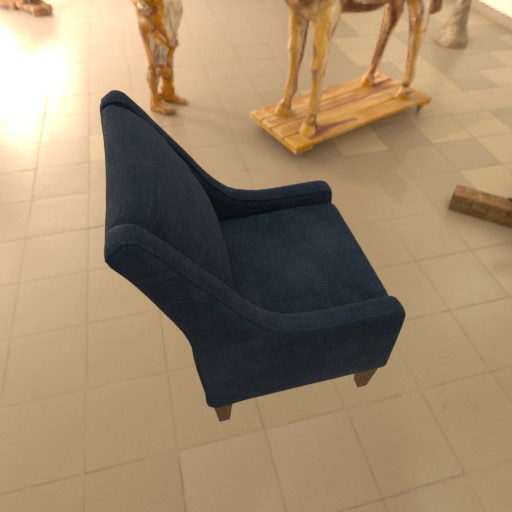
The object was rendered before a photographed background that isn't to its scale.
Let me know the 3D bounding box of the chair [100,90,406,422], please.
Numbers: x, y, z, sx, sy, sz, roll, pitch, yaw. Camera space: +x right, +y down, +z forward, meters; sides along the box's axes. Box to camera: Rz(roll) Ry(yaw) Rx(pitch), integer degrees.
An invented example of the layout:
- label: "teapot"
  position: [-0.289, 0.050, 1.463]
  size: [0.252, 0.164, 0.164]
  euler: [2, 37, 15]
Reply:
- label: "chair"
  position: [0.000, 0.000, 1.615]
  size: [0.870, 1.014, 0.774]
  euler: [-11, 47, -10]
